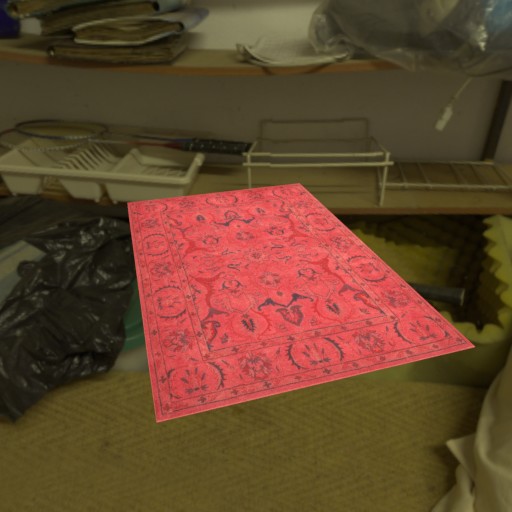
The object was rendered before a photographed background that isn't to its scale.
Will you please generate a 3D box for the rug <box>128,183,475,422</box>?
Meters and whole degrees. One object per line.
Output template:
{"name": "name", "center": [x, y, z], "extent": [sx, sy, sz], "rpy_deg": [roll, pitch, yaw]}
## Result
{"name": "rug", "center": [0.000, 0.000, 2.300], "extent": [1.209, 0.008, 1.814], "rpy_deg": [-9, 31, -15]}
